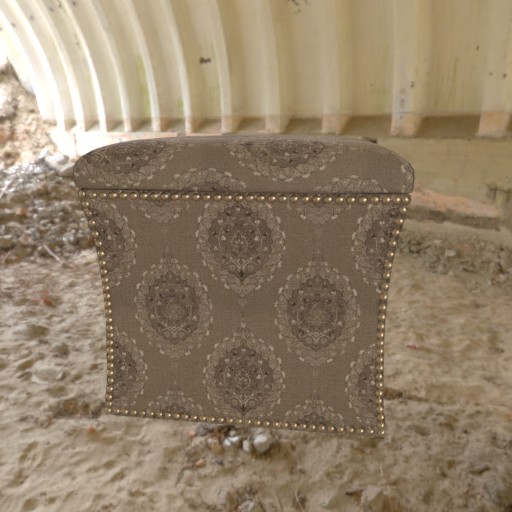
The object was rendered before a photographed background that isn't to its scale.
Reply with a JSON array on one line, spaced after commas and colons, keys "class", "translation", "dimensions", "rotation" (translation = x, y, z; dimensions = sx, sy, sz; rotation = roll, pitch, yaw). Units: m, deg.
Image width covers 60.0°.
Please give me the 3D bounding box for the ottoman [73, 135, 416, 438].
[{"class": "ottoman", "translation": [0.000, 0.000, 0.897], "dimensions": [0.507, 0.473, 0.497], "rotation": [2, 16, 7]}]
